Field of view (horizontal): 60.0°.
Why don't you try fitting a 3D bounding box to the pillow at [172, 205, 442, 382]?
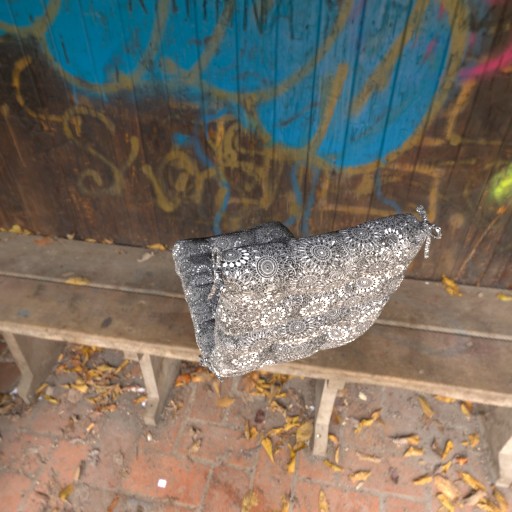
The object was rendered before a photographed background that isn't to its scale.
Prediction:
[{"bbox_3d":[0.000,0.000,1.505,0.526,0.863,1.016,-12,42,-14],"label":"pillow"}]
